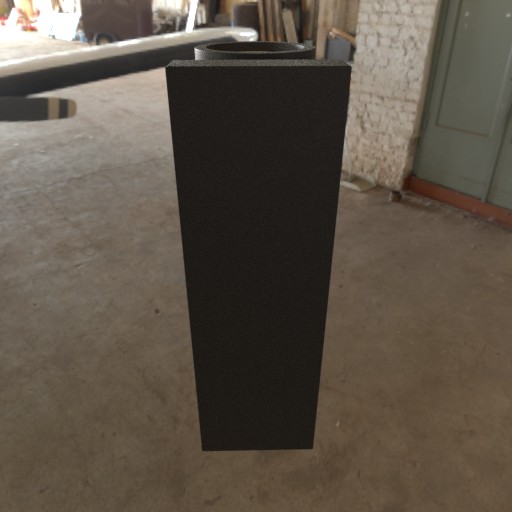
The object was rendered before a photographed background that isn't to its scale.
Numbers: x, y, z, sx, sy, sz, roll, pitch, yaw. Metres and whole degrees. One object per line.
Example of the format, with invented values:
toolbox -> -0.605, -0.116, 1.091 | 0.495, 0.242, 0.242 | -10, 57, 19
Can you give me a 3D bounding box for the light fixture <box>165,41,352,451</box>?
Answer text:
light fixture -> 0.000, 0.000, 0.392 | 0.105, 0.330, 0.149 | -1, 31, -1
